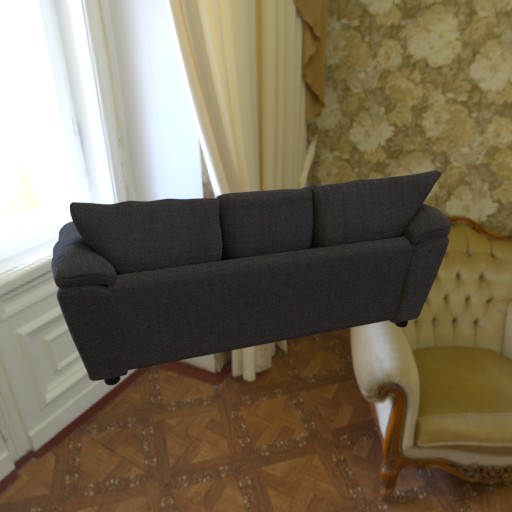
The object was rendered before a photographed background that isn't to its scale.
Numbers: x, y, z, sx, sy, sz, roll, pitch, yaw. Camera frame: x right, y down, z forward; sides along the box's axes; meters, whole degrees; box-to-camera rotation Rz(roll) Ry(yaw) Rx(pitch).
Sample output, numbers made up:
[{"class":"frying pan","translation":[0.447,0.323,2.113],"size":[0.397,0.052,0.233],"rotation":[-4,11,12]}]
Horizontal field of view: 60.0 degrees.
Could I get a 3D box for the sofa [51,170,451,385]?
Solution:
[{"class":"sofa","translation":[0.000,0.000,2.838],"size":[2.336,1.080,0.883],"rotation":[-8,27,-15]}]
